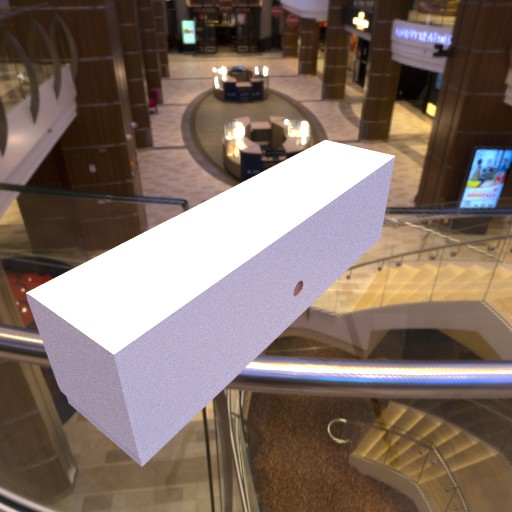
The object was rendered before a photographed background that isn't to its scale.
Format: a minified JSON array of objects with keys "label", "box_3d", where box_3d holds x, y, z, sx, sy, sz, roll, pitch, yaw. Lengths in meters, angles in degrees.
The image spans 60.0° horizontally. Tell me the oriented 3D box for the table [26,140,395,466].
[{"label":"table","box_3d":[0.000,0.000,1.716,0.400,0.440,1.550,23,39,31]}]
